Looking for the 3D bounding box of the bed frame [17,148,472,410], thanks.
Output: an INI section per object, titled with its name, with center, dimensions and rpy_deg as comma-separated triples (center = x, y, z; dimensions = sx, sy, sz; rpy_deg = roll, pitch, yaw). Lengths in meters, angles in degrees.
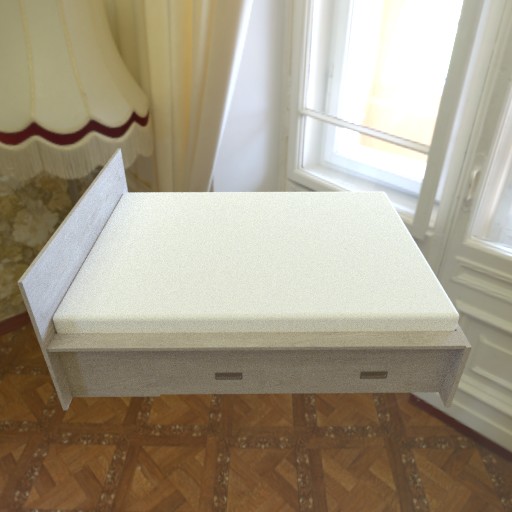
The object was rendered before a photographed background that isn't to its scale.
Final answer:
[bed frame]
center = 0.000, 0.000, 2.711
dimensions = 1.960, 0.800, 1.622
rpy_deg = 0, 33, 0
